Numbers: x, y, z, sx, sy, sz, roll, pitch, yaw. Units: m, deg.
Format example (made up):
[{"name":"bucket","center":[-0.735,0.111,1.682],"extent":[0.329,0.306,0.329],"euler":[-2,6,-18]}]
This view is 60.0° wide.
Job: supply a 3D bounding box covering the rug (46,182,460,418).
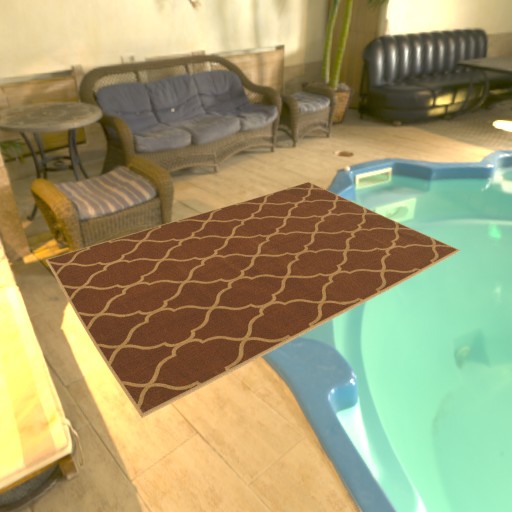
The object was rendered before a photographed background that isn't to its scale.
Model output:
[{"name":"rug","center":[0.000,0.000,2.912],"extent":[2.290,0.014,1.526],"euler":[-21,37,-30]}]
